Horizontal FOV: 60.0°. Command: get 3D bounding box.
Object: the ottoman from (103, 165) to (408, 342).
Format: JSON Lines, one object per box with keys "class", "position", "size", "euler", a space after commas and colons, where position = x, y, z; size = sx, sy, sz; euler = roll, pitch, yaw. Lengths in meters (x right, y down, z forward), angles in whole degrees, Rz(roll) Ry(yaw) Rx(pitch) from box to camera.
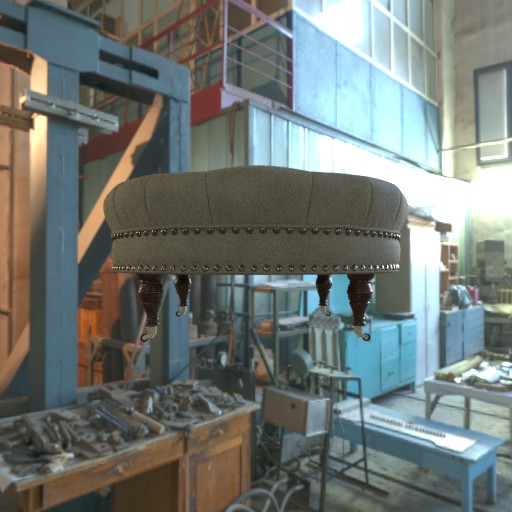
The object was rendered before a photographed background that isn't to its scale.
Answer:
{"class": "ottoman", "position": [0.000, 0.000, 1.379], "size": [0.901, 0.439, 0.901], "euler": [0, -1, 0]}
